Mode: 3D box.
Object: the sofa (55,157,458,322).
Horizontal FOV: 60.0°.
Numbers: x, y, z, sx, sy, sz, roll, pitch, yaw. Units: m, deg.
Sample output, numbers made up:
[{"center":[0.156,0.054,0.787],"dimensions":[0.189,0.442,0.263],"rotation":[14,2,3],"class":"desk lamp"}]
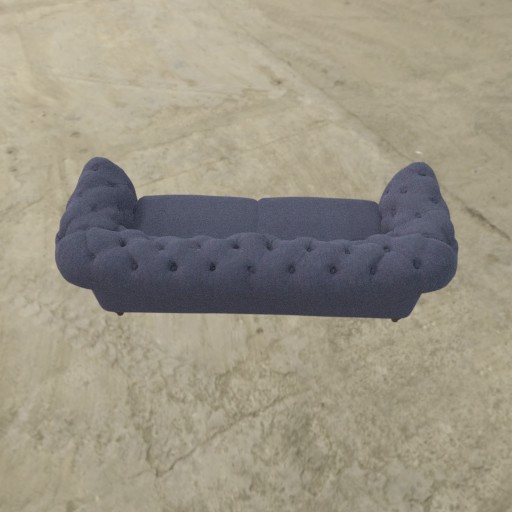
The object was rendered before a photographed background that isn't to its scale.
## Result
[{"center":[0.000,0.000,2.845],"dimensions":[2.335,0.836,1.046],"rotation":[1,47,1],"class":"sofa"}]
